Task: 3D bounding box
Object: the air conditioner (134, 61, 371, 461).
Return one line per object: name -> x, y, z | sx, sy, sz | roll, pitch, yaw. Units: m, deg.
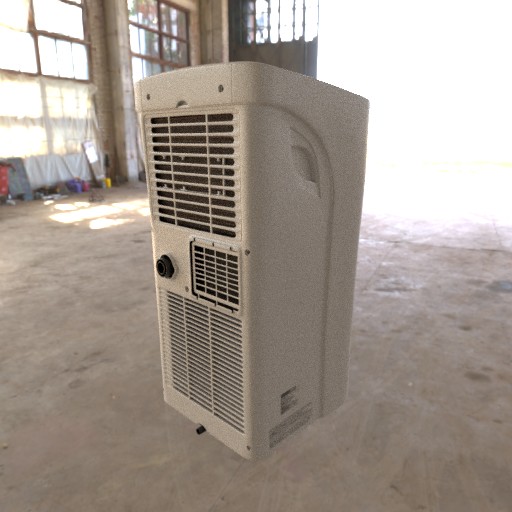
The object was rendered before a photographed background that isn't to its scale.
air conditioner -> 0.000, 0.000, 0.948 | 0.352, 0.716, 0.369 | 14, 20, 43
